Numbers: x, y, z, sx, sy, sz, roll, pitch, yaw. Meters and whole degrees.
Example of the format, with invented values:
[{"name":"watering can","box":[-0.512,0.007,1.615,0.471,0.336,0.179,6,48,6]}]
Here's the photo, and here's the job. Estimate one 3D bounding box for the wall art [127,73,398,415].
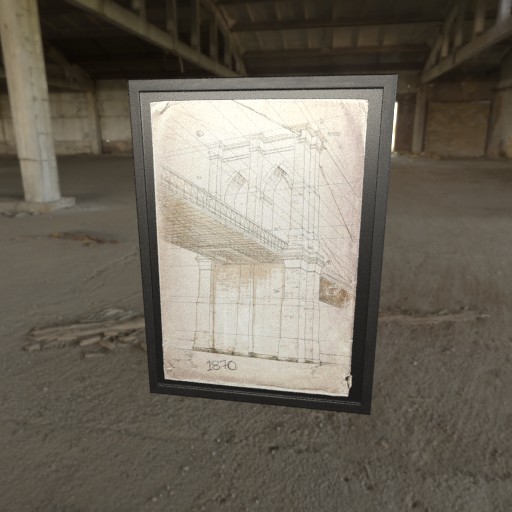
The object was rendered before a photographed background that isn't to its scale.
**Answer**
[{"name":"wall art","box":[0.000,0.000,1.281,0.707,0.967,0.013,3,16,9]}]
